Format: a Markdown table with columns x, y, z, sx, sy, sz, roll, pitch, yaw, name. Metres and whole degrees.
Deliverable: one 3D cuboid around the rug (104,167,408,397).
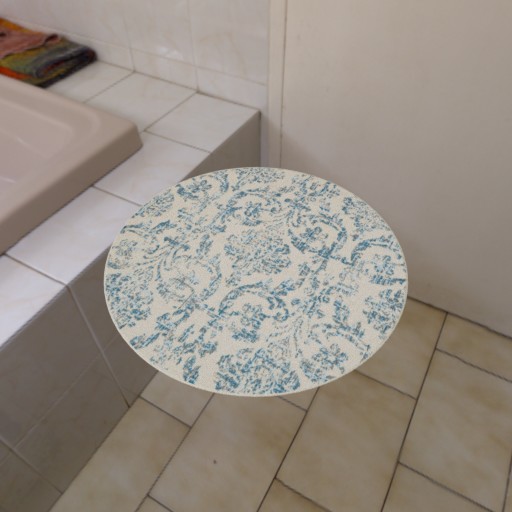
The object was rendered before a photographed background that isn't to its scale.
| x | y | z | sx | sy | sz | roll | pitch | yaw | name |
| --- | --- | --- | --- | --- | --- | --- | --- | --- | --- |
| 0.000 | 0.000 | 2.382 | 1.593 | 0.012 | 1.593 | 0 | 47 | 0 | rug |
